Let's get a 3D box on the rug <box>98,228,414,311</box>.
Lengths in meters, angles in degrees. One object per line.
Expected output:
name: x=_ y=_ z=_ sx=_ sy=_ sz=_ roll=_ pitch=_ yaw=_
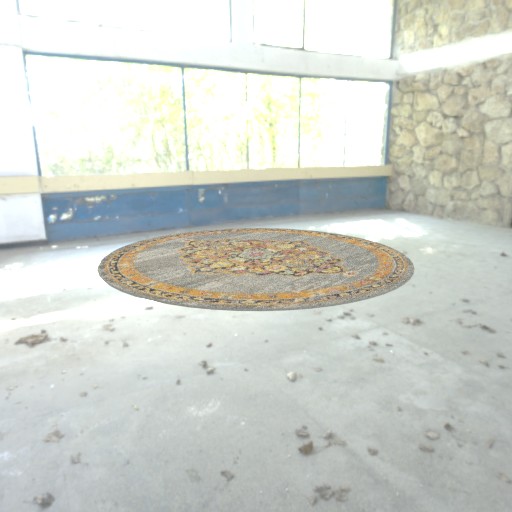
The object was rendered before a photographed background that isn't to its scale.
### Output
rug: x=0.000 y=0.000 z=3.525 sx=2.382 sy=0.014 sz=2.382 roll=0 pitch=14 yaw=0
